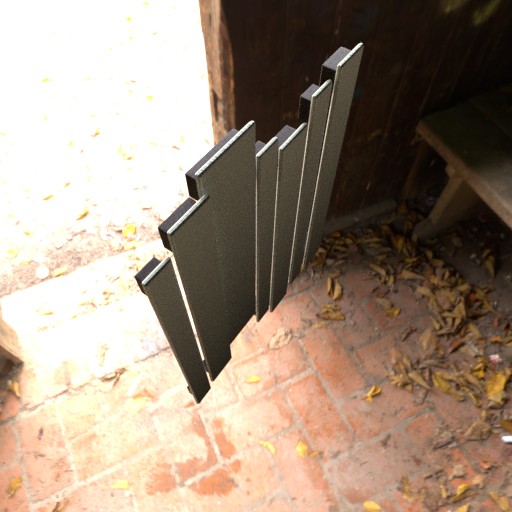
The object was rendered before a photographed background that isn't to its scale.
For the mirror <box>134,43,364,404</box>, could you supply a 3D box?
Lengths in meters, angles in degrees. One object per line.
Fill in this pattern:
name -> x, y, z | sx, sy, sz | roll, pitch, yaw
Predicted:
mirror -> 0.000, 0.000, 0.786 | 0.058, 0.611, 0.445 | 31, 63, 18
